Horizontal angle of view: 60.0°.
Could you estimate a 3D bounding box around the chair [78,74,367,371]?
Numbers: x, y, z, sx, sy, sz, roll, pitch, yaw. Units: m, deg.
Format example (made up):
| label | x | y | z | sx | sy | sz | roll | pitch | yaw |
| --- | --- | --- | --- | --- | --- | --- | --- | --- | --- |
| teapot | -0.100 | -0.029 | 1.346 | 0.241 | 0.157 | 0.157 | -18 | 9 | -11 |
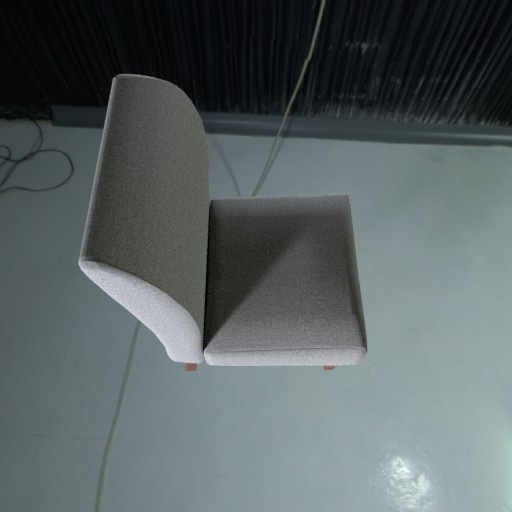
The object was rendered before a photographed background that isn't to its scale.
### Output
| label | x | y | z | sx | sy | sz | roll | pitch | yaw |
| --- | --- | --- | --- | --- | --- | --- | --- | --- | --- |
| chair | 0.000 | 0.000 | 1.167 | 0.592 | 0.804 | 0.513 | -2 | 63 | -1 |
